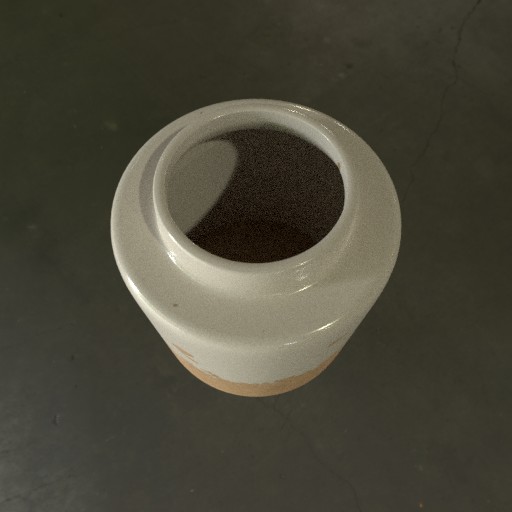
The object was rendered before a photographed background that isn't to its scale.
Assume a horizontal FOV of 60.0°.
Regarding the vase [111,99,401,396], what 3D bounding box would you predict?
[{"bbox_3d":[0.000,0.000,0.284,0.153,0.167,0.153,0,64,0],"label":"vase"}]
